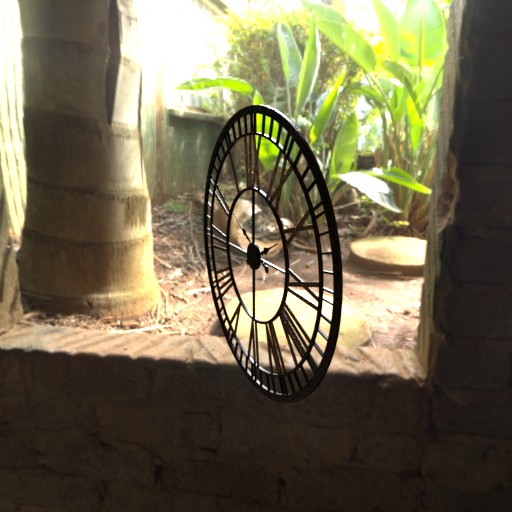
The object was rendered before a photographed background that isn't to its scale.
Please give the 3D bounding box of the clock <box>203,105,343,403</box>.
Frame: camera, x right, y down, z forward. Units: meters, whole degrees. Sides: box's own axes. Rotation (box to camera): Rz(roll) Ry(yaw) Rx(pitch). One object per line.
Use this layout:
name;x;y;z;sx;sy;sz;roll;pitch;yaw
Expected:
clock;0.000;0.000;1.305;0.025;0.843;0.843;-7;17;-25
